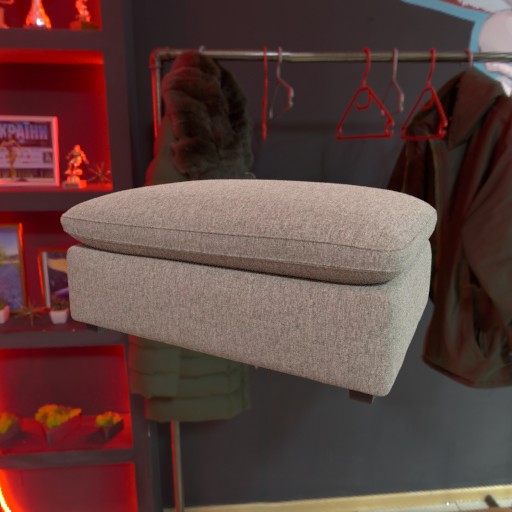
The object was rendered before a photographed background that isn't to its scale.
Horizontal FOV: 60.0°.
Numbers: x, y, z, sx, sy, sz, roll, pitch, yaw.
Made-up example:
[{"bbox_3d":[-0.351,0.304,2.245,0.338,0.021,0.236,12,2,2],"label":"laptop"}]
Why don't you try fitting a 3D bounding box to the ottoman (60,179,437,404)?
[{"bbox_3d":[0.000,0.000,1.373,0.977,0.451,0.694,7,16,26],"label":"ottoman"}]
